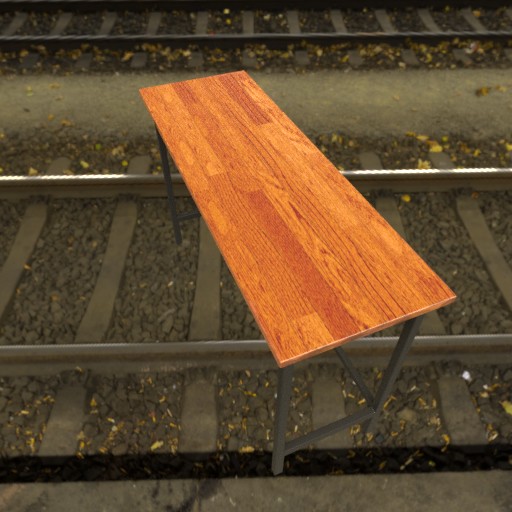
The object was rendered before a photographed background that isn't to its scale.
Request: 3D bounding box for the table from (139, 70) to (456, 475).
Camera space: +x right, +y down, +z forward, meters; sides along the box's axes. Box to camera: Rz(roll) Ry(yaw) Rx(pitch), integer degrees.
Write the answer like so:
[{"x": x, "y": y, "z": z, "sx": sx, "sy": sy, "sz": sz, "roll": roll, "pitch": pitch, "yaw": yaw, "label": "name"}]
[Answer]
[{"x": 0.000, "y": 0.000, "z": 1.523, "sx": 0.408, "sy": 0.740, "sz": 1.204, "roll": -17, "pitch": 48, "yaw": -16, "label": "table"}]
